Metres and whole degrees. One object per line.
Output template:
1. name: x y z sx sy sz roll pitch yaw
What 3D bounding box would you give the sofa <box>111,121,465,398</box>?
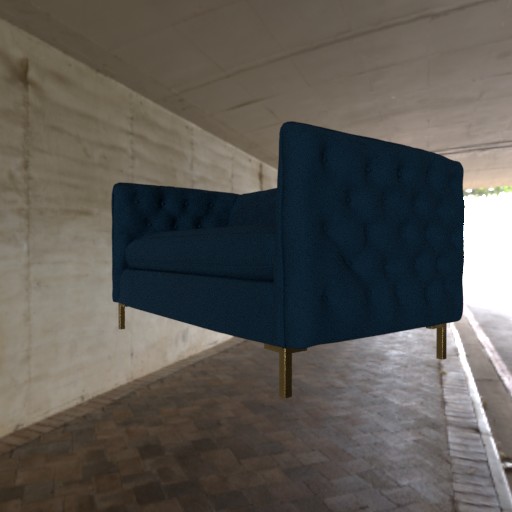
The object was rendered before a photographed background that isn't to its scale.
1. sofa: 0.000 0.000 2.093 0.909 0.810 1.583 -1 1 -36
